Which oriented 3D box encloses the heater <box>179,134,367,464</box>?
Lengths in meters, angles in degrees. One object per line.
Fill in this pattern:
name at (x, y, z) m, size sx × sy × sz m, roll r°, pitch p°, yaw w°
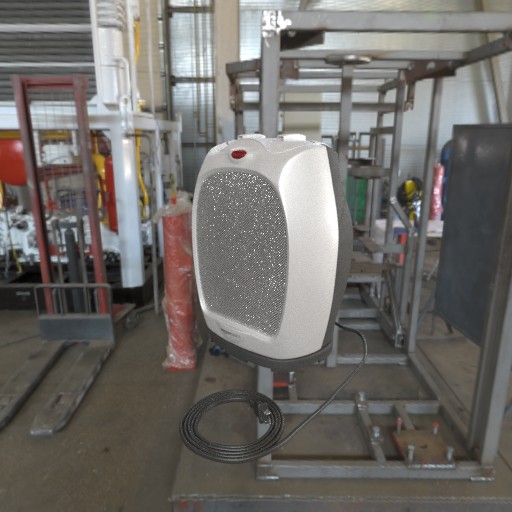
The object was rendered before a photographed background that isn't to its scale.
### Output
heater at (0.000, 0.000, 0.479) m, size 0.291 × 0.255 × 0.239 m, roll -15°, pitch 21°, yaw -43°
